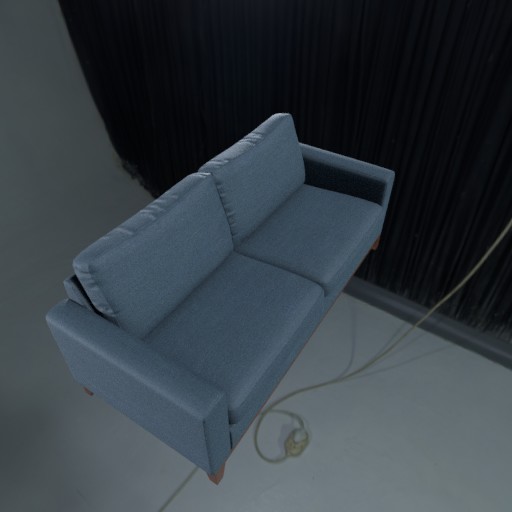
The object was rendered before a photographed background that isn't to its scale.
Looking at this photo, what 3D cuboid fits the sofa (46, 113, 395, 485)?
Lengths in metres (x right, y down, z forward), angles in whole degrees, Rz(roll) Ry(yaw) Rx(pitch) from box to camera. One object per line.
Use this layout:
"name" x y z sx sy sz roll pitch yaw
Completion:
"sofa" 0.000 0.000 2.363 0.877 0.865 1.900 23 47 24
